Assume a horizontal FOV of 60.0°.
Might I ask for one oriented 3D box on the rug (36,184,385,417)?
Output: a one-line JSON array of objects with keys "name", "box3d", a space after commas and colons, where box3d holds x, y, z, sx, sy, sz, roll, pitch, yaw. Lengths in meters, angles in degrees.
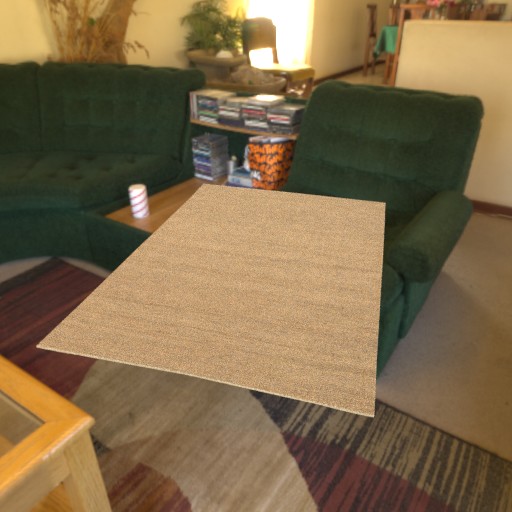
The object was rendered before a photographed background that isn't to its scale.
[{"name": "rug", "box3d": [0.000, 0.000, 2.932, 1.624, 0.030, 2.264, 8, 31, 13]}]
